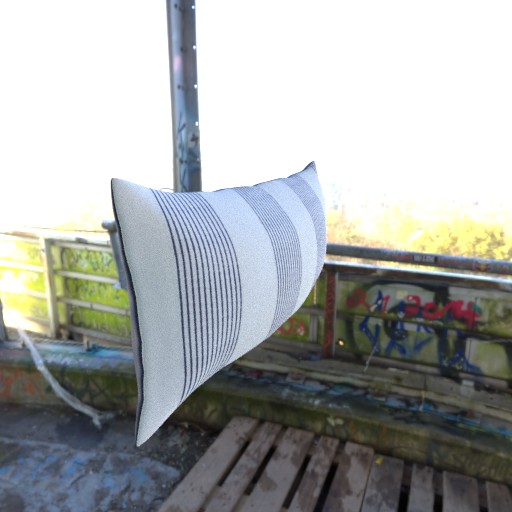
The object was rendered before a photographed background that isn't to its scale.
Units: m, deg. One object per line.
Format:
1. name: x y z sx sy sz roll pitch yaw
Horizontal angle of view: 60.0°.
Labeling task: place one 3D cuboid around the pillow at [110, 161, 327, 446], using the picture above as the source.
1. pillow: 0.000 0.000 0.710 0.151 0.287 0.610 7 16 24
